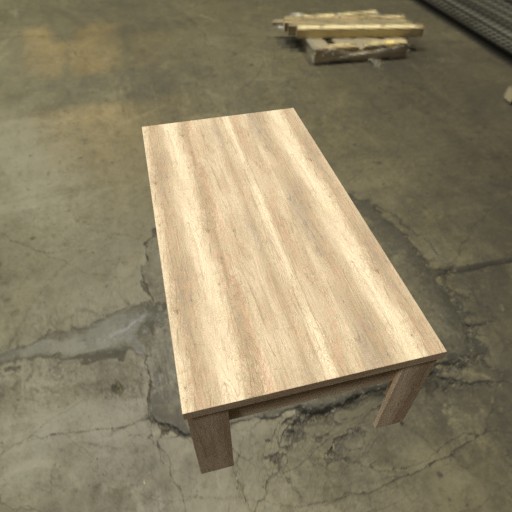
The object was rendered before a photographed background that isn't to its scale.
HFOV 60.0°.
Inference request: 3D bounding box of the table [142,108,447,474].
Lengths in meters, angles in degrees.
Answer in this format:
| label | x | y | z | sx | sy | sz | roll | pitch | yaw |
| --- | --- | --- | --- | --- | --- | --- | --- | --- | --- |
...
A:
| label | x | y | z | sx | sy | sz | roll | pitch | yaw |
| --- | --- | --- | --- | --- | --- | --- | --- | --- | --- |
| table | 0.000 | 0.000 | 1.728 | 0.700 | 0.460 | 1.350 | -10 | 47 | -10 |
